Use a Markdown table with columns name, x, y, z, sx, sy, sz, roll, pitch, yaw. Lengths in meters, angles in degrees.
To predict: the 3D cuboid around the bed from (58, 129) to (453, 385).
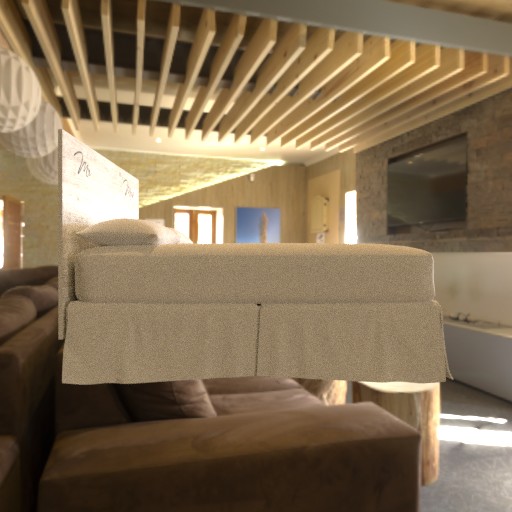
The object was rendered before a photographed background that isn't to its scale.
| name | x | y | z | sx | sy | sz | roll | pitch | yaw |
| --- | --- | --- | --- | --- | --- | --- | --- | --- | --- |
| bed | 0.000 | 0.000 | 3.174 | 2.094 | 1.335 | 1.745 | 0 | 0 | -1 |
